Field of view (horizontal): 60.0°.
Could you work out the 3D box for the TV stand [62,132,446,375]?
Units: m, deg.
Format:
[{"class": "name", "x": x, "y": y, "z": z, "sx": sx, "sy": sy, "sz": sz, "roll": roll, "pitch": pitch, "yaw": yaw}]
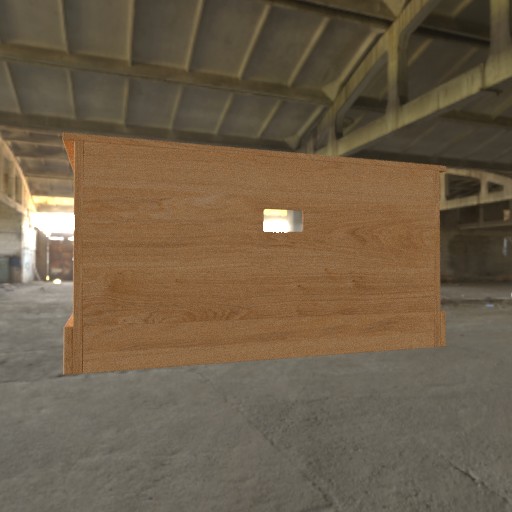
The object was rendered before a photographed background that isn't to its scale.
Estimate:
[{"class": "TV stand", "x": 0.000, "y": 0.000, "z": 1.385, "sx": 1.080, "sy": 0.550, "sz": 0.440, "roll": 0, "pitch": -1, "yaw": -19}]
